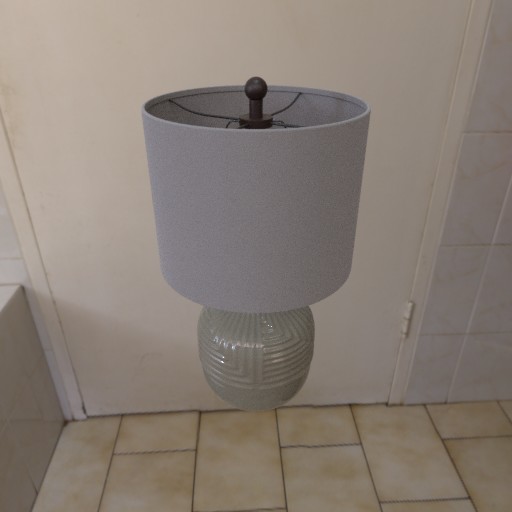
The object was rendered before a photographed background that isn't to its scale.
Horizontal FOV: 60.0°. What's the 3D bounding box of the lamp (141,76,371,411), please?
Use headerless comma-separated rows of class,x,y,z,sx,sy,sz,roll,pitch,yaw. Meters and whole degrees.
lamp,0.000,0.000,0.750,0.318,0.567,0.318,0,30,0
